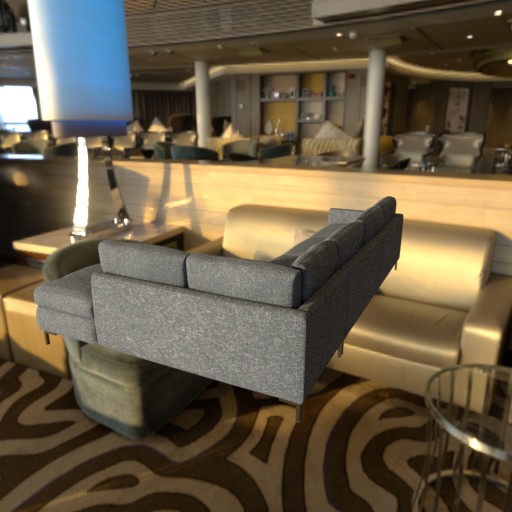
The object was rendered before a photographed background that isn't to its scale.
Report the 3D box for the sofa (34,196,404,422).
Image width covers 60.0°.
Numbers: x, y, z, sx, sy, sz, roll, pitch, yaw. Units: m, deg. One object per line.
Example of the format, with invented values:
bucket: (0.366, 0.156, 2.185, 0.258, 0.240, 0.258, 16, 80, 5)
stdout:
sofa: (0.000, 0.000, 3.871, 2.007, 0.815, 2.949, 8, 18, 26)
